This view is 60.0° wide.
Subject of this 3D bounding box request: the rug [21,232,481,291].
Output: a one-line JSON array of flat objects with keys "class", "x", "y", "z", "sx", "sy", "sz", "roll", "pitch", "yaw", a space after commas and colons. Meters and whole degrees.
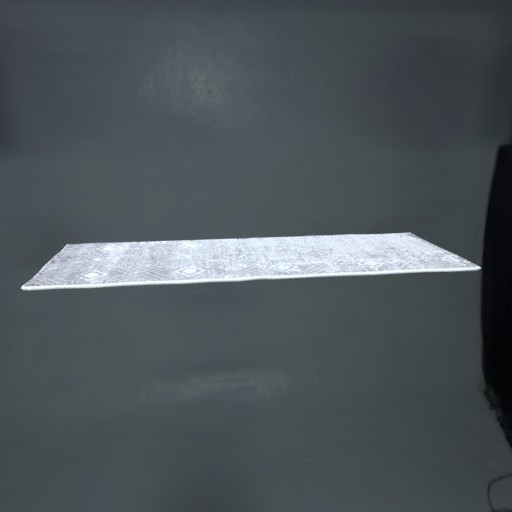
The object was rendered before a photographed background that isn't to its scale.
[{"class": "rug", "x": 0.000, "y": 0.000, "z": 2.662, "sx": 2.381, "sy": 0.035, "sz": 0.832, "roll": -2, "pitch": 16, "yaw": -8}]
